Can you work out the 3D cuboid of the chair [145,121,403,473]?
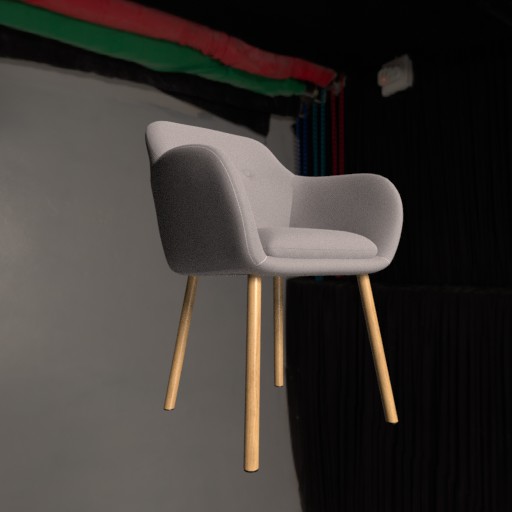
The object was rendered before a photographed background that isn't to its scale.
[{"bbox_3d":[0.000,0.000,1.209,0.570,0.830,0.590,1,-1,-36],"label":"chair"}]
